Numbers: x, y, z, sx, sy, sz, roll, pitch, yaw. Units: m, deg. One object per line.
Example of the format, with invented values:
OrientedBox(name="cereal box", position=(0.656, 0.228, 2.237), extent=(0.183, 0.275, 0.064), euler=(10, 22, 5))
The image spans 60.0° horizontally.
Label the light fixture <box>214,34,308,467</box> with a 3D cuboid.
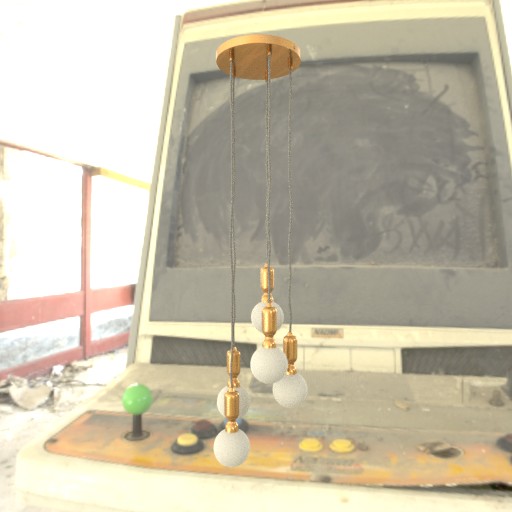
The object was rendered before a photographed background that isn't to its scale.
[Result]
OrientedBox(name="light fixture", position=(0.000, 0.000, 0.507), extent=(0.105, 0.457, 0.108), euler=(0, 0, 36))
